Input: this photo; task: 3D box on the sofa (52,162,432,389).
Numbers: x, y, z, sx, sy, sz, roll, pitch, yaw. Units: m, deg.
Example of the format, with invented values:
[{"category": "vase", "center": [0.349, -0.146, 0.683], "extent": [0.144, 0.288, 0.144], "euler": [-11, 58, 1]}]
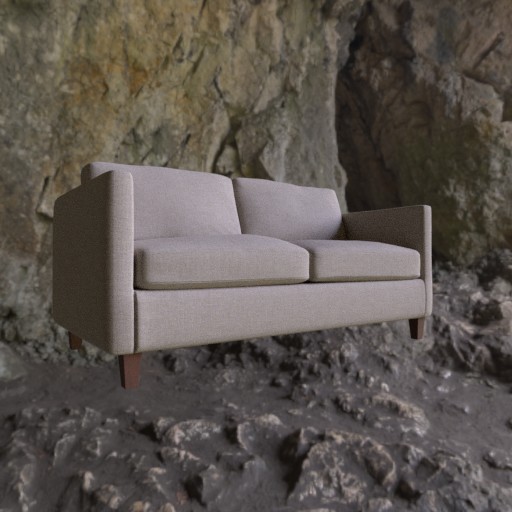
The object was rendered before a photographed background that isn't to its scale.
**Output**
[{"category": "sofa", "center": [0.000, 0.000, 2.393], "extent": [1.884, 0.947, 0.951], "euler": [0, 0, -35]}]
